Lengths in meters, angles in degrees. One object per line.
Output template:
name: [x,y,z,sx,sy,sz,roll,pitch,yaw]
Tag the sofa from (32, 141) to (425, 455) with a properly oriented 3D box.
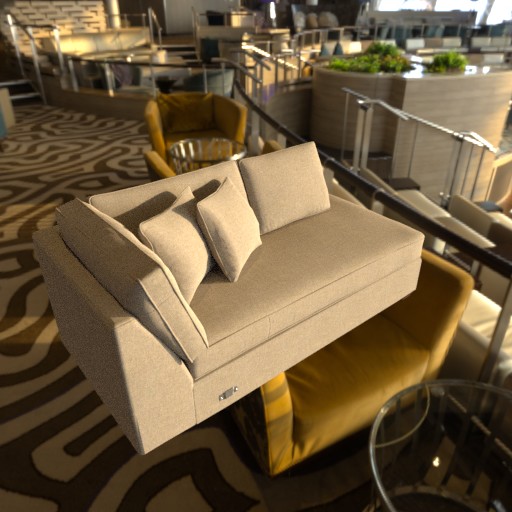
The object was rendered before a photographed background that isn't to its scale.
sofa: [0.000,0.000,2.775,2.238,1.019,1.110,-22,37,-33]
